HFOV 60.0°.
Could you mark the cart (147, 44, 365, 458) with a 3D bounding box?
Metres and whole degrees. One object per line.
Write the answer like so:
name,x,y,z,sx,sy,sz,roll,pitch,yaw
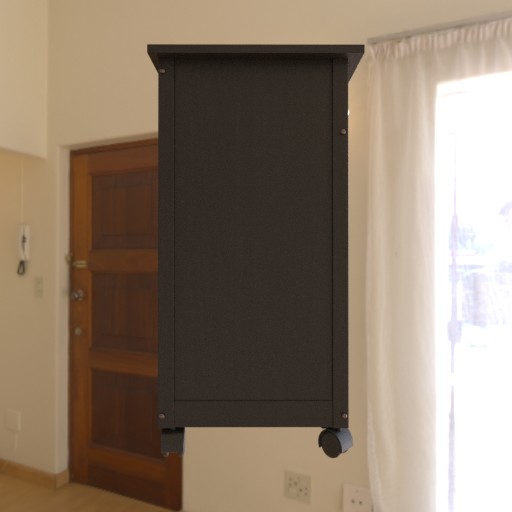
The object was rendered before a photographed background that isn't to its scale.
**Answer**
cart,0.000,0.000,1.252,0.456,0.879,0.660,0,0,0
